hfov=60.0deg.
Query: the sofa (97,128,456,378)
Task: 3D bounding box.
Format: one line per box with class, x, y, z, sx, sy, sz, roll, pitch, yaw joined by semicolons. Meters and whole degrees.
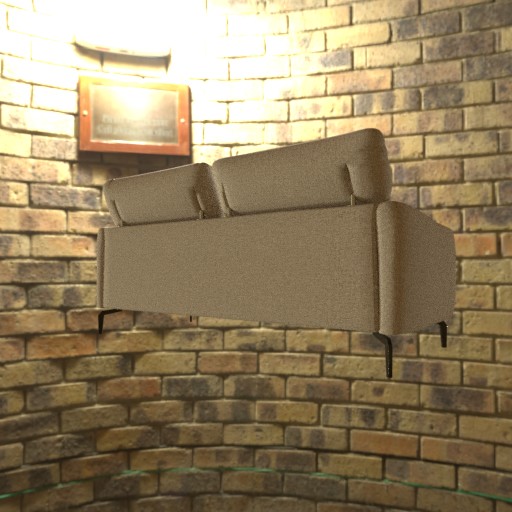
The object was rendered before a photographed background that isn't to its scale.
sofa;0.000;0.000;2.532;2.015;0.956;0.856;-1;-2;37
